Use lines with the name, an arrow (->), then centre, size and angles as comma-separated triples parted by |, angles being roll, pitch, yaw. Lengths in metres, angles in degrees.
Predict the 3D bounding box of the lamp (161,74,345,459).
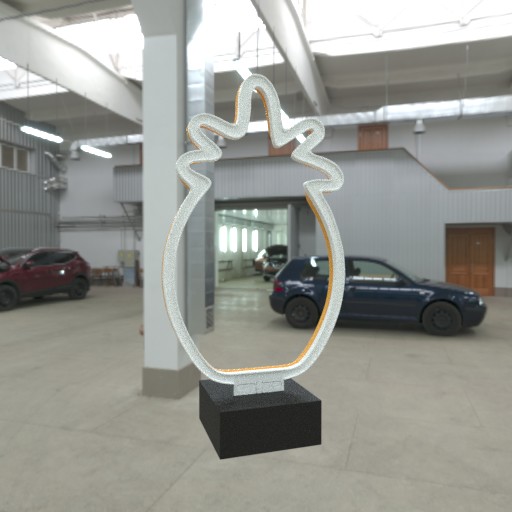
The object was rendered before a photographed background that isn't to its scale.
lamp -> 0.000, 0.000, 0.399 | 0.167, 0.317, 0.088 | 0, 1, -18
